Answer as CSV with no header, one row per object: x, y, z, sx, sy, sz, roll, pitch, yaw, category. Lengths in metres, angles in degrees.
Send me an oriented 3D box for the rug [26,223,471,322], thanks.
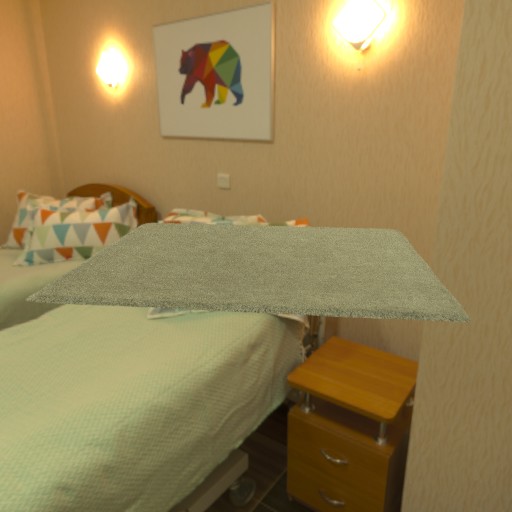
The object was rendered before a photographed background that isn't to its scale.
0.000,0.000,3.933,2.933,0.027,2.332,2,17,6,rug
